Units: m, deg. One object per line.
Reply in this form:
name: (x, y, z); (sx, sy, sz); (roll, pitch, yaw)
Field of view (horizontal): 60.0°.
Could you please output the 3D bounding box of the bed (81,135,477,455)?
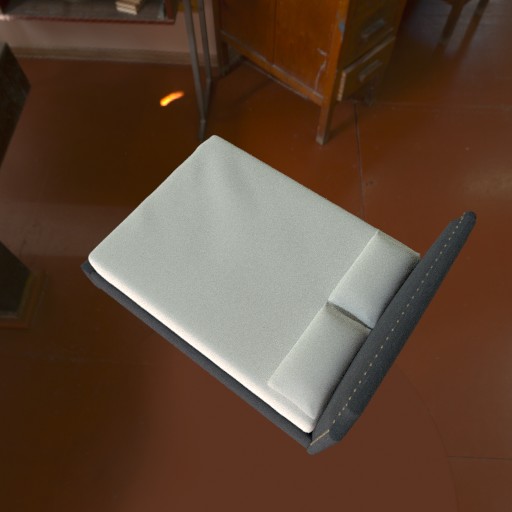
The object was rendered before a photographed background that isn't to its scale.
bed: (0.000, 0.000, 3.396); (2.372, 1.443, 1.713); (33, 67, 16)
